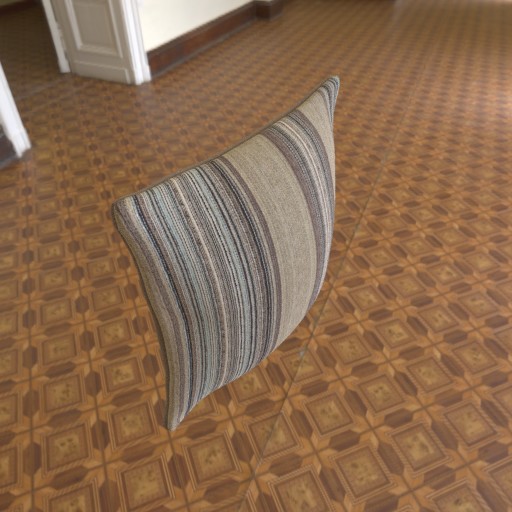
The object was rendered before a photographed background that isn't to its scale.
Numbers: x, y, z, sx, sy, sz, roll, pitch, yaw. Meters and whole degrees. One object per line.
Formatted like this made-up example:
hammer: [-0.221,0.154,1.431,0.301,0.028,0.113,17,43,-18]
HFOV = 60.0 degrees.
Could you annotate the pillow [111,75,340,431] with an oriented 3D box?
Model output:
pillow: [0.000,0.000,0.667,0.189,0.416,0.435,25,47,27]
